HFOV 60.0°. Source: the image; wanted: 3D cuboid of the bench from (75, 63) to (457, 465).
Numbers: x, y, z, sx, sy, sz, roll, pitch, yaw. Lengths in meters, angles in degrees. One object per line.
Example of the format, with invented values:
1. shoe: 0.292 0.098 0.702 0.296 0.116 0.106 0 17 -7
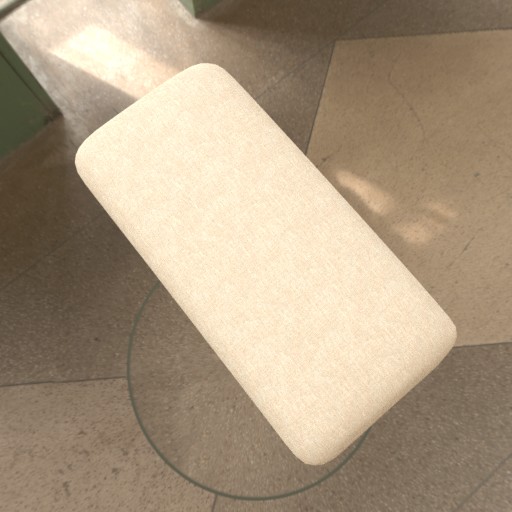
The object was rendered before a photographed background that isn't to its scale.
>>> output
1. bench: 0.000 0.000 1.238 0.483 0.483 0.991 -38 80 -8
